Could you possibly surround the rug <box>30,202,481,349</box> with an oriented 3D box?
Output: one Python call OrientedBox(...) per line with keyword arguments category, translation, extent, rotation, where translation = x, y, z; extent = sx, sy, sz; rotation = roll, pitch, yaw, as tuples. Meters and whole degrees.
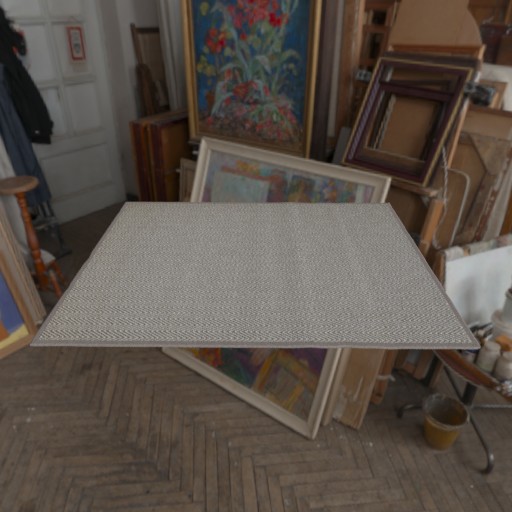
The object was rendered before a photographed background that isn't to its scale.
OrientedBox(category="rug", translation=(0.000, 0.000, 3.990), extent=(3.007, 0.032, 2.434), rotation=(0, 30, 1))
